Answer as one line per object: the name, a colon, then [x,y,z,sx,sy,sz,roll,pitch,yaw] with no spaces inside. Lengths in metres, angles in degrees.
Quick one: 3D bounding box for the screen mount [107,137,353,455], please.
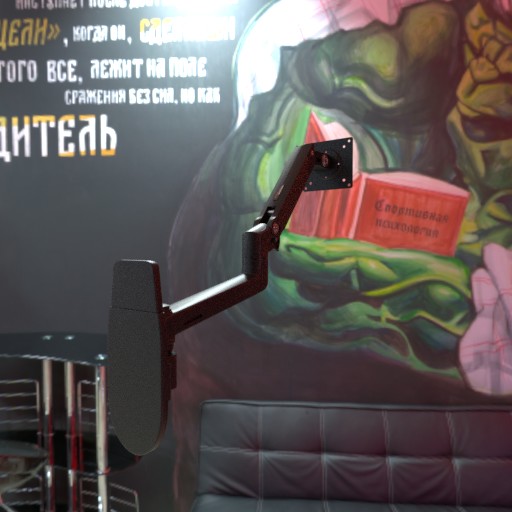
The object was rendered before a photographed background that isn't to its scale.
screen mount: [0.000,0.000,0.726,0.115,0.466,0.495,1,2,37]
